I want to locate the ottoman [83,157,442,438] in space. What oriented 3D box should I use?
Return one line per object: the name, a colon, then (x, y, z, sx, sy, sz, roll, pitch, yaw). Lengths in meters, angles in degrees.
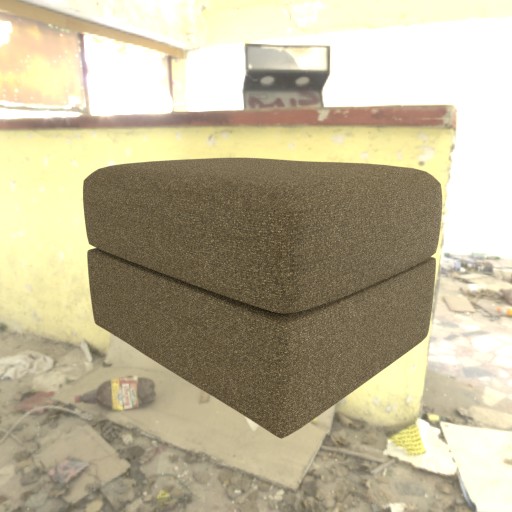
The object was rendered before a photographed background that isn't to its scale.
ottoman: (0.000, 0.000, 1.142, 0.742, 0.476, 0.598, 15, 21, 43)
